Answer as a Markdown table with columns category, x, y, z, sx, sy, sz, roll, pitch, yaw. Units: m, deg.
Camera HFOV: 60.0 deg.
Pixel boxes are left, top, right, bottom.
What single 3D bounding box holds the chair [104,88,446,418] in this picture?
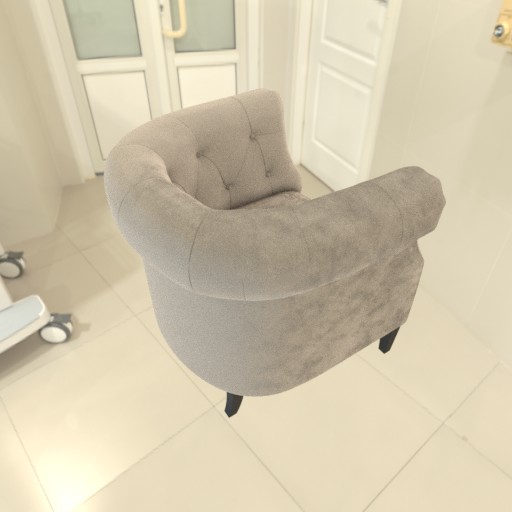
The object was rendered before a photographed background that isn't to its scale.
| category | x | y | z | sx | sy | sz | roll | pitch | yaw |
| --- | --- | --- | --- | --- | --- | --- | --- | --- | --- |
| chair | 0.000 | 0.000 | 1.528 | 0.851 | 0.826 | 0.904 | -23 | 46 | -25 |
